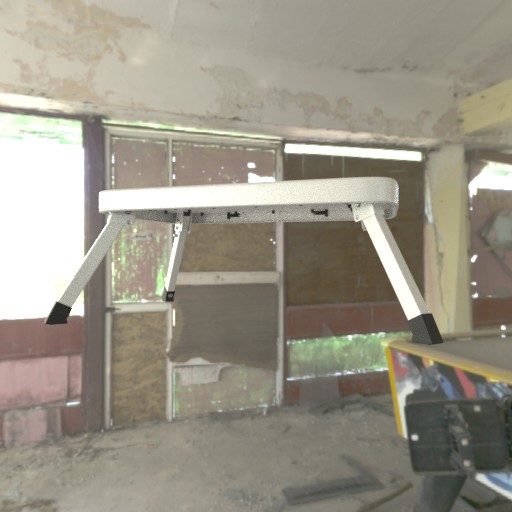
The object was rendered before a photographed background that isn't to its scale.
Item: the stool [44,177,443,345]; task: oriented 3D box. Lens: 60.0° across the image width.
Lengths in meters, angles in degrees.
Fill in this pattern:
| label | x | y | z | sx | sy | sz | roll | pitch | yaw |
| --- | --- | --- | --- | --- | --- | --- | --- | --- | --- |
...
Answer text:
| label | x | y | z | sx | sy | sz | roll | pitch | yaw |
| --- | --- | --- | --- | --- | --- | --- | --- | --- | --- |
| stool | 0.000 | 0.000 | 0.629 | 0.460 | 0.170 | 0.320 | 0 | 0 | 17 |
